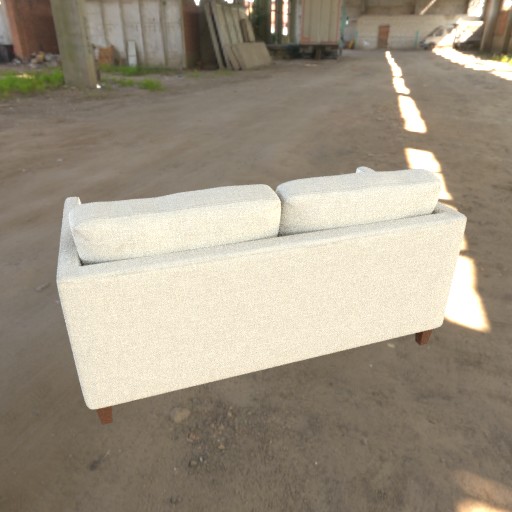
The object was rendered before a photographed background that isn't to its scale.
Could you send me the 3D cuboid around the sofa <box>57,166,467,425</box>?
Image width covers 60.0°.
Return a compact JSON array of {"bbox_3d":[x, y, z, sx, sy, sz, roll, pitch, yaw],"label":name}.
[{"bbox_3d":[0.000,0.000,2.351,1.838,0.963,0.950,-9,29,-17],"label":"sofa"}]
